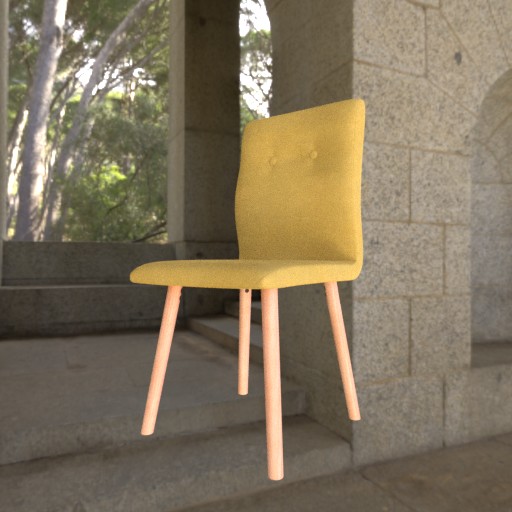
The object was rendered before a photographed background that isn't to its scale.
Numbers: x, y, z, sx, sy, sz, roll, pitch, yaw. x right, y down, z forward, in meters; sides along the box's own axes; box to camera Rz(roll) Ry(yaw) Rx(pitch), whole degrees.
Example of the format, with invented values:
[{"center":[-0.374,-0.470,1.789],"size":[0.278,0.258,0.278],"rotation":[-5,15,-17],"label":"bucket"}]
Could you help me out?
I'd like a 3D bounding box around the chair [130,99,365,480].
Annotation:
[{"center":[0.000,0.000,1.267],"size":[0.450,0.965,0.550],"rotation":[0,0,35],"label":"chair"}]
